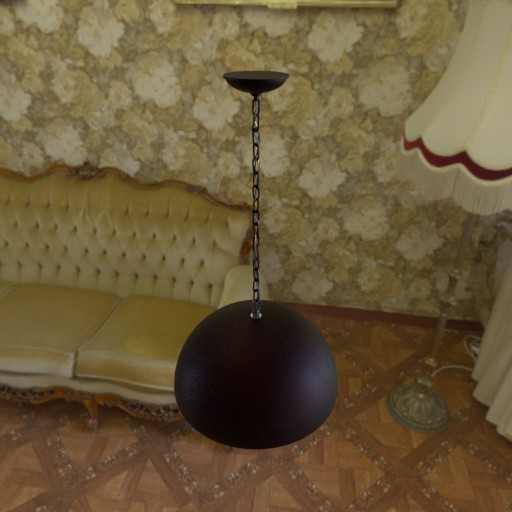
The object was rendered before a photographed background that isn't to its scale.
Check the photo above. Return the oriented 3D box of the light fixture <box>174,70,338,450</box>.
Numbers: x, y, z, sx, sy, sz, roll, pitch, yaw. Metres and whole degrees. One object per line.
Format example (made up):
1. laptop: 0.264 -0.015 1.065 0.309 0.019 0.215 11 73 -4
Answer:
1. light fixture: 0.000 0.000 1.140 0.492 0.869 0.492 -21 35 -33
